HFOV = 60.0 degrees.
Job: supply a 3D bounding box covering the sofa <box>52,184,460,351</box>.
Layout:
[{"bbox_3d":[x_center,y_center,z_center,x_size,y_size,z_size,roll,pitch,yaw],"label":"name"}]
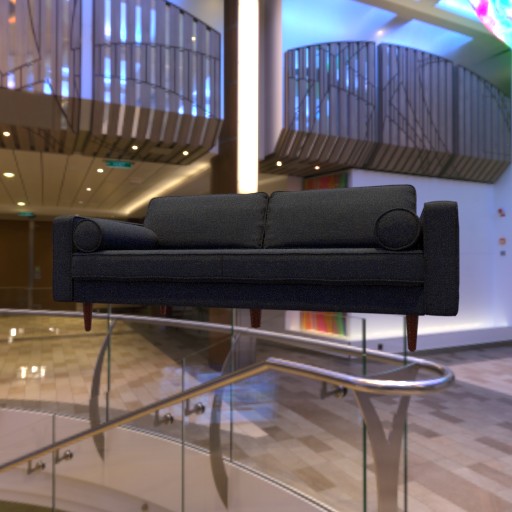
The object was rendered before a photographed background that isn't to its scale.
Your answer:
[{"bbox_3d":[0.000,0.000,2.337,1.880,0.762,0.914,0,-1,18],"label":"sofa"}]
